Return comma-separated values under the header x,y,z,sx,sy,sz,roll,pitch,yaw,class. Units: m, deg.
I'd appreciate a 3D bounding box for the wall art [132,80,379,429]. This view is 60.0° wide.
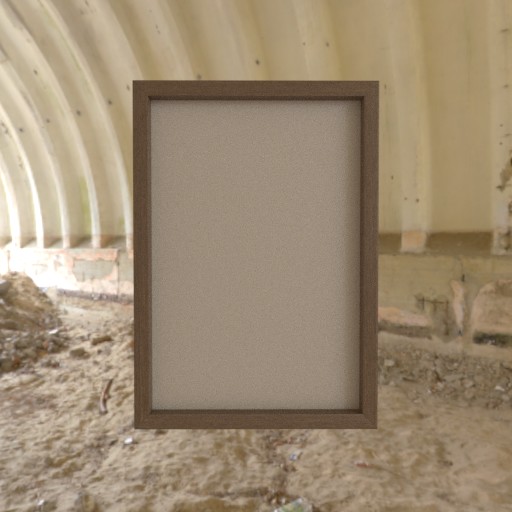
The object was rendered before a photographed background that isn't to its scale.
x,y,z,sx,sy,sz,roll,pitch,yaw,class
0.000,0.000,0.663,0.358,0.510,0.032,0,1,0,wall art
